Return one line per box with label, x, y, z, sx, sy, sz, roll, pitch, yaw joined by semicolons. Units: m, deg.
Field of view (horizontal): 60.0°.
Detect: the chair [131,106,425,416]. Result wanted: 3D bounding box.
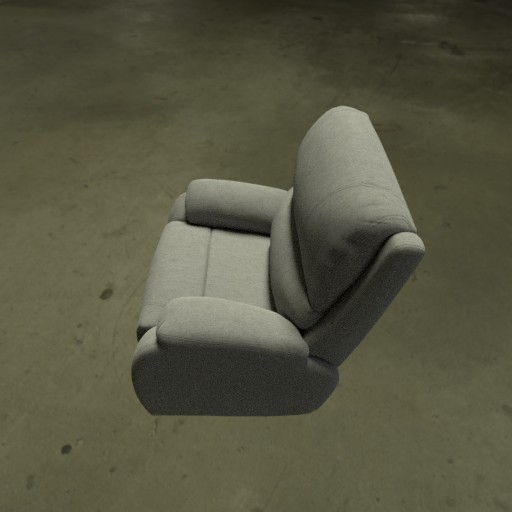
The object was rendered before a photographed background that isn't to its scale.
chair;0.000;0.000;1.738;0.899;1.011;0.930;0;41;0
